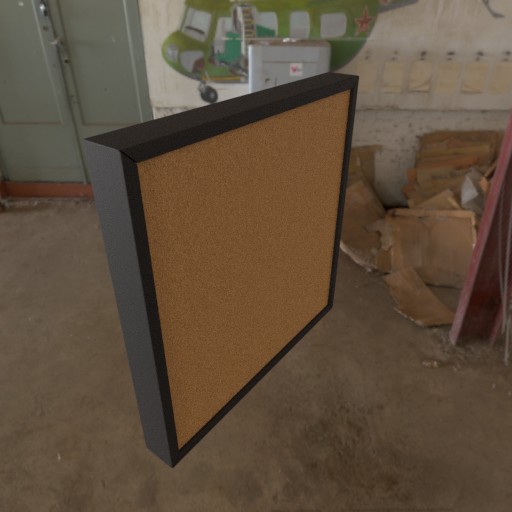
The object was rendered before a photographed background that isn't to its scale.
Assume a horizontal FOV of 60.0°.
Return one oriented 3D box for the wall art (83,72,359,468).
[{"bbox_3d":[0.000,0.000,0.446,0.037,0.305,0.305,22,38,31],"label":"wall art"}]
